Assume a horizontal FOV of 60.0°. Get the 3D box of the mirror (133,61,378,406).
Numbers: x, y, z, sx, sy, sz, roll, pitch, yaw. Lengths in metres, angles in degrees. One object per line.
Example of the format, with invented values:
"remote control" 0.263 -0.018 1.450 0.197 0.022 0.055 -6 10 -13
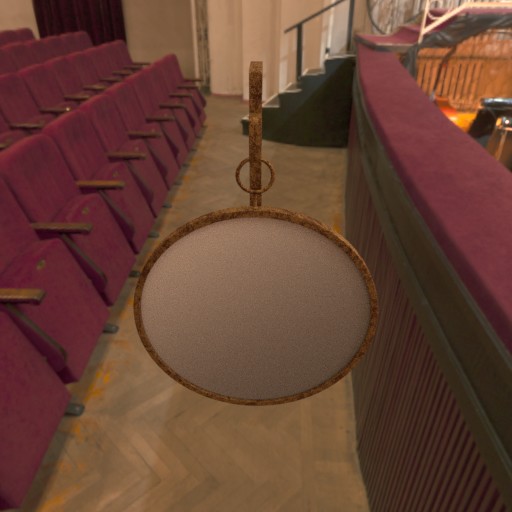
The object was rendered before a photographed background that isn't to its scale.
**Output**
"mirror" 0.000 0.000 0.822 0.447 0.651 0.144 1 30 1
